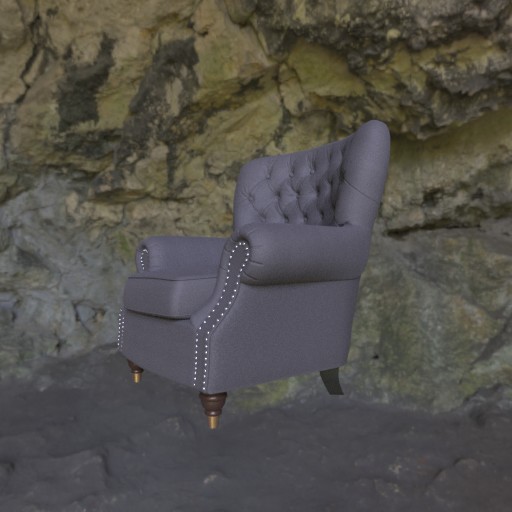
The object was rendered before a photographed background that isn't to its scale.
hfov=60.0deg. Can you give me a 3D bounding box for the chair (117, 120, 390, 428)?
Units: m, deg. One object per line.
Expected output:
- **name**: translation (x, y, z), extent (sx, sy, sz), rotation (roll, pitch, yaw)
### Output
- **chair**: translation (0.000, 0.000, 1.824), extent (0.983, 1.046, 0.983), rotation (1, -1, -35)
